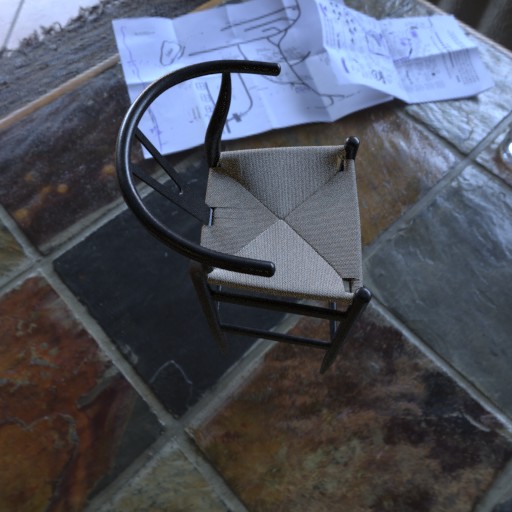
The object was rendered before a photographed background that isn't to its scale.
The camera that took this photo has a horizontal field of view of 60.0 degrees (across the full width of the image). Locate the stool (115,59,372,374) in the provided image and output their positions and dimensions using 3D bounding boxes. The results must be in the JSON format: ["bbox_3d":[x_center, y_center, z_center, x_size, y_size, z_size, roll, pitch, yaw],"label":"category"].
[{"bbox_3d":[0.000,0.000,1.388,0.579,1.072,0.569,2,63,1],"label":"stool"}]
